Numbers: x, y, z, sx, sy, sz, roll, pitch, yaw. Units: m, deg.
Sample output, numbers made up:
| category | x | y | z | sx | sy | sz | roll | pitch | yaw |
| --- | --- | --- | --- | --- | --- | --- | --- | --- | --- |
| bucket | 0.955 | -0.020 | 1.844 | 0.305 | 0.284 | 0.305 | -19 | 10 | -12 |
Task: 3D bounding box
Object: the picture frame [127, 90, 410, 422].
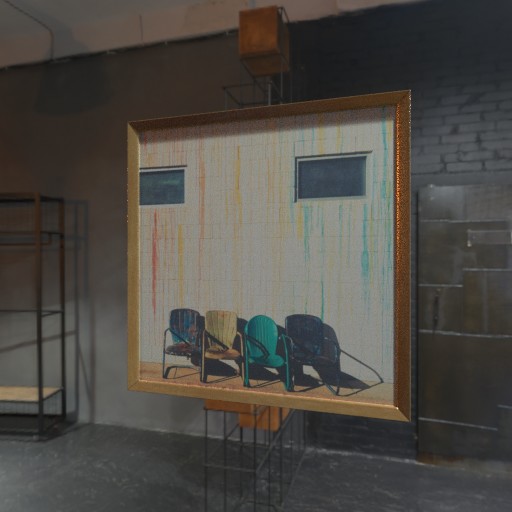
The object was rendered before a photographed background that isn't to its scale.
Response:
| category | x | y | z | sx | sy | sz | roll | pitch | yaw |
| --- | --- | --- | --- | --- | --- | --- | --- | --- | --- |
| picture frame | 0.000 | 0.000 | 1.153 | 0.758 | 0.761 | 0.037 | 0 | 0 | 19 |
